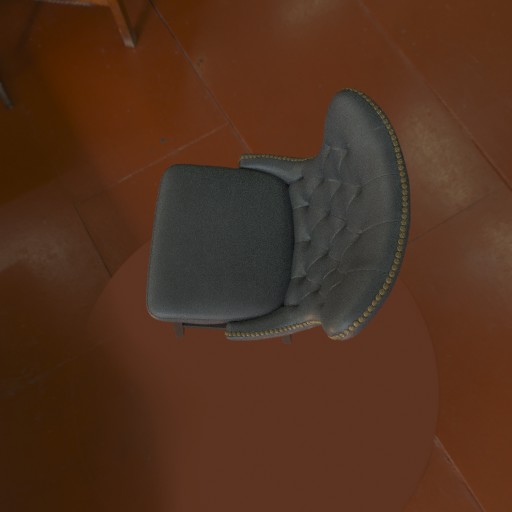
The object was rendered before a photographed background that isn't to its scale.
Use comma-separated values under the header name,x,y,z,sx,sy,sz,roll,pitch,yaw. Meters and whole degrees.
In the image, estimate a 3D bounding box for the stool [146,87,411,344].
name,x,y,z,sx,sy,sz,roll,pitch,yaw
stool,0.000,0.000,1.299,0.593,0.971,0.528,3,75,1
